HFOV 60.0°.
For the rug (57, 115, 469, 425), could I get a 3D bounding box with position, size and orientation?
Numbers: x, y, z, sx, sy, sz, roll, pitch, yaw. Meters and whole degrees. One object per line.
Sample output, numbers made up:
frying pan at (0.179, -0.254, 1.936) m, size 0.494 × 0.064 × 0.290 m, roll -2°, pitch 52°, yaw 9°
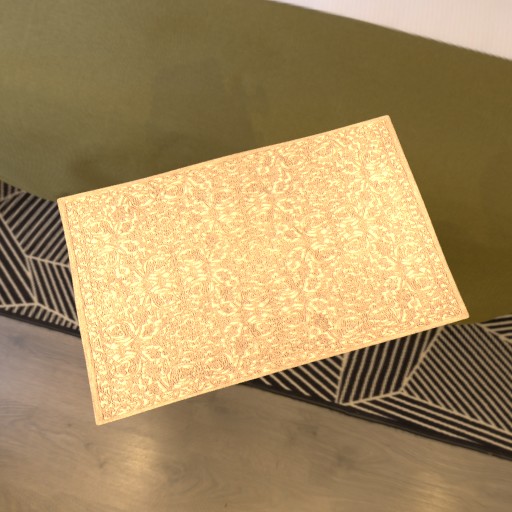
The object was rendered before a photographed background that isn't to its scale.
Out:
rug at (0.000, 0.000, 2.957) m, size 2.435 × 0.012 × 1.529 m, roll -15°, pitch 76°, yaw -4°
